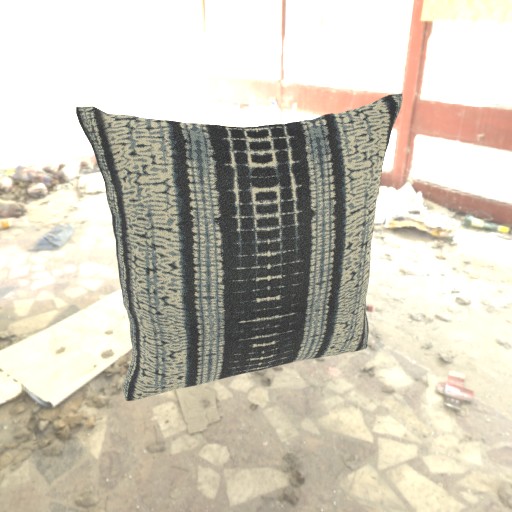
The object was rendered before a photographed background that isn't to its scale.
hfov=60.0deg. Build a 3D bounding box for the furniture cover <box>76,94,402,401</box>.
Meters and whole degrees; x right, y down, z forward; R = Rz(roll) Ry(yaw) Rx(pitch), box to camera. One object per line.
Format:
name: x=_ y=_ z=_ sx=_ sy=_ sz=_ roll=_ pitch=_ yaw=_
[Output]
furniture cover: x=0.000 y=0.000 z=0.646 sx=0.425 sy=0.435 sz=0.133 roll=-8 pitch=28 yaw=-16
